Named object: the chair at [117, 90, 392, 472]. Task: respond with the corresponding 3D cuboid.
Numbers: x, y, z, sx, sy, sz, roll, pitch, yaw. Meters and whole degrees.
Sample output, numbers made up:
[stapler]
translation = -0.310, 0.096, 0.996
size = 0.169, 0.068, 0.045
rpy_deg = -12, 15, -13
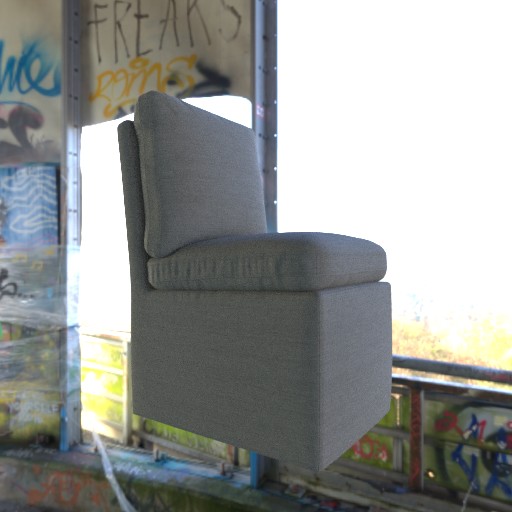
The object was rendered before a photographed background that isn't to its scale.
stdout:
[chair]
translation = 0.000, 0.000, 1.313
size = 0.698, 0.927, 0.503
rpy_deg = 0, 0, 35
